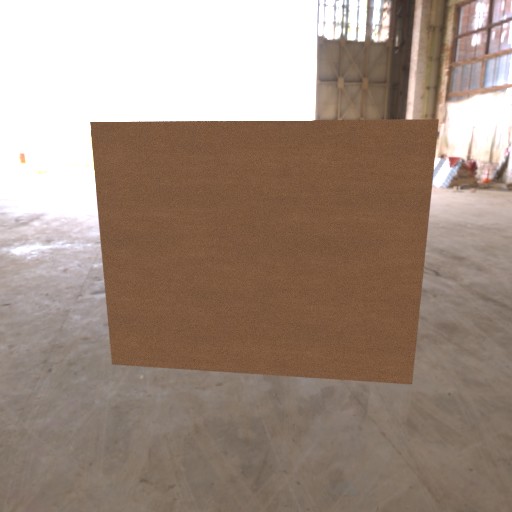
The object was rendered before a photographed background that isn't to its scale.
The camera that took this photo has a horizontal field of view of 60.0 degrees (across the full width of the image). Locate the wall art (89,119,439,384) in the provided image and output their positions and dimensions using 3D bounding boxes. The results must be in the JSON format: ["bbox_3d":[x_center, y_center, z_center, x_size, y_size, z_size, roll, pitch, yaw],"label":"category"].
[{"bbox_3d":[0.000,0.000,0.697,0.508,0.408,0.010,2,15,7],"label":"wall art"}]
